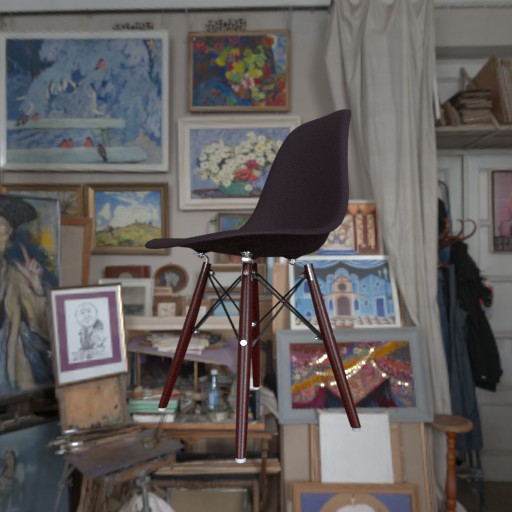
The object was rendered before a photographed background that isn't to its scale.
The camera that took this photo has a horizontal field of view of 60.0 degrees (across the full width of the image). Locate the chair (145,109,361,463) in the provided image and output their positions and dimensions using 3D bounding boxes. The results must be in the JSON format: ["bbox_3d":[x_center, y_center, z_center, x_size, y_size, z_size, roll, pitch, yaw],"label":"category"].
[{"bbox_3d":[0.000,0.000,1.145,0.533,0.826,0.470,1,-1,-36],"label":"chair"}]
